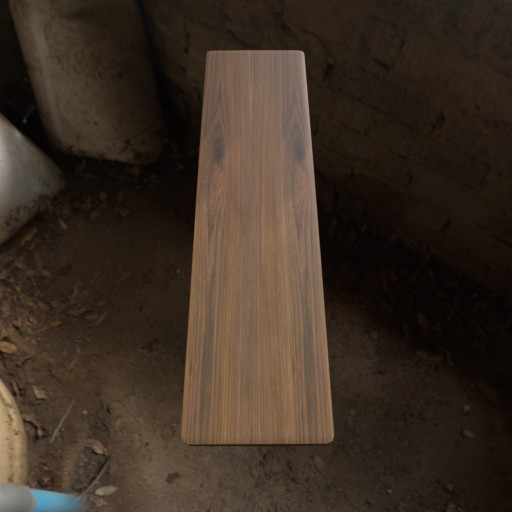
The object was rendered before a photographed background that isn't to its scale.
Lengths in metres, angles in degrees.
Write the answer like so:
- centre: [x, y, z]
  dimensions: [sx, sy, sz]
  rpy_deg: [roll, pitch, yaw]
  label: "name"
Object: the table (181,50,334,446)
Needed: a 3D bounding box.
- centre: [0.000, 0.000, 1.932]
  dimensions: [0.425, 0.834, 1.570]
  rpy_deg: [0, 63, 0]
  label: "table"
